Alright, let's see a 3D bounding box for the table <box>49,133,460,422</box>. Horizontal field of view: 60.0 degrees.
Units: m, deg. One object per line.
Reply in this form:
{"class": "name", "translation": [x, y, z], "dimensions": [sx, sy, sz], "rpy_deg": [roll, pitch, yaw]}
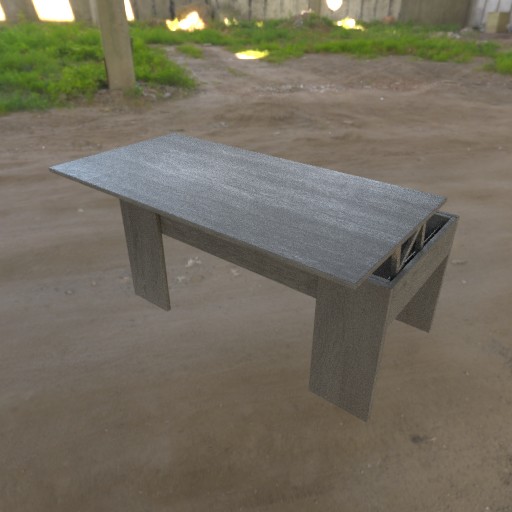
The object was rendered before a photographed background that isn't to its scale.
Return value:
{"class": "table", "translation": [0.000, 0.000, 1.424], "dimensions": [1.000, 0.570, 0.711], "rpy_deg": [22, 37, 32]}
